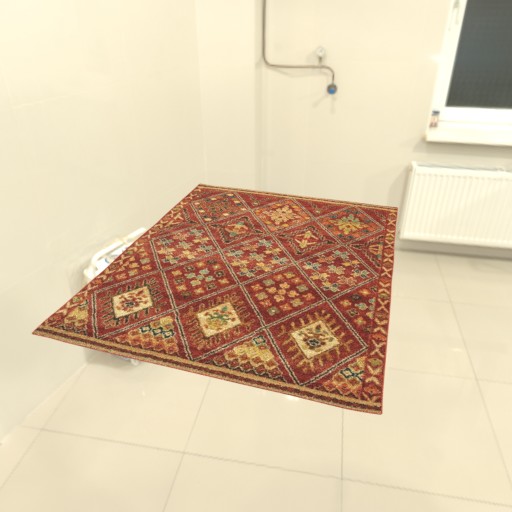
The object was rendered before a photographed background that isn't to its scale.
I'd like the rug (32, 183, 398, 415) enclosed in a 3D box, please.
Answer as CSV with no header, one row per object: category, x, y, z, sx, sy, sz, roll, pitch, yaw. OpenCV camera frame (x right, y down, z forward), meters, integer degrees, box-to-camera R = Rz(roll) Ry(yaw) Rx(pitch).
rug,0.000,0.000,4.170,2.489,0.030,3.086,9,32,15
